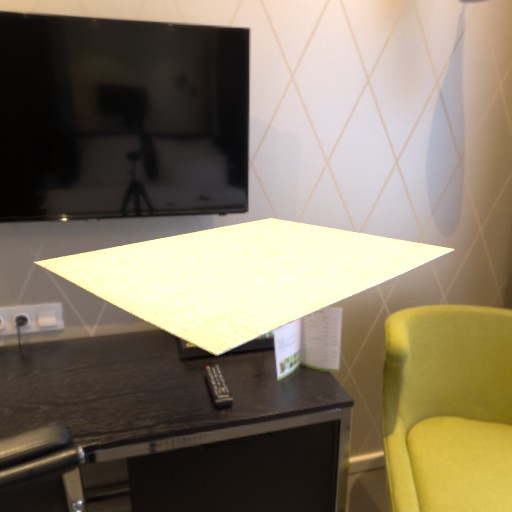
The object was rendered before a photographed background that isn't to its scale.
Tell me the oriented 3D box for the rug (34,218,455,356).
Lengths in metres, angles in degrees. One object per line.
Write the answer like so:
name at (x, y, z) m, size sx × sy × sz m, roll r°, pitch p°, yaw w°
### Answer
rug at (0.000, 0.000, 4.088) m, size 2.447 × 0.014 × 3.061 m, roll 14°, pitch 21°, yaw 43°
